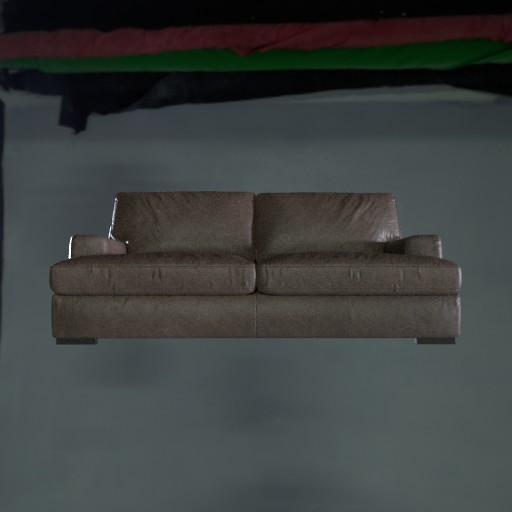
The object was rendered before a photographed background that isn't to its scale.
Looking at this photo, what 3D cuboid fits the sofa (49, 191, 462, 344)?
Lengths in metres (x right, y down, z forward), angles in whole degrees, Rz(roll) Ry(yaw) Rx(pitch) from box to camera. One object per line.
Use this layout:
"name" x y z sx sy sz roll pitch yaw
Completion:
"sofa" 0.000 0.000 2.871 2.261 0.941 1.143 0 0 0
